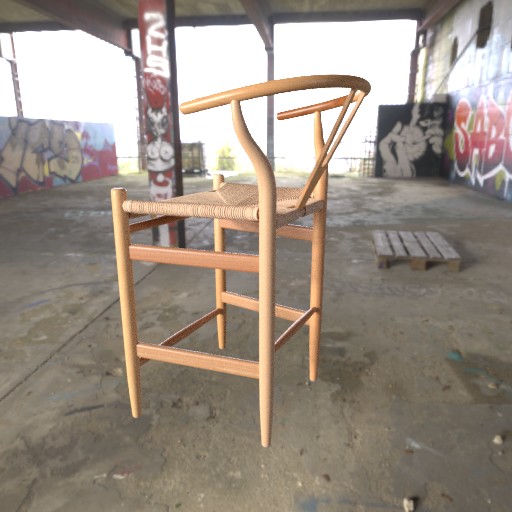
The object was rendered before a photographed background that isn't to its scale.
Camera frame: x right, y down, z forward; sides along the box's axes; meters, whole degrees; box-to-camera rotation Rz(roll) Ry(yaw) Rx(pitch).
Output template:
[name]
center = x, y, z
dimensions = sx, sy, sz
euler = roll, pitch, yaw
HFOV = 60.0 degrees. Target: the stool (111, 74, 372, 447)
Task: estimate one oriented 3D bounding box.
[stool]
center = 0.000, 0.000, 1.266
dimensions = 0.575, 0.923, 0.536
euler = 8, 17, 26
